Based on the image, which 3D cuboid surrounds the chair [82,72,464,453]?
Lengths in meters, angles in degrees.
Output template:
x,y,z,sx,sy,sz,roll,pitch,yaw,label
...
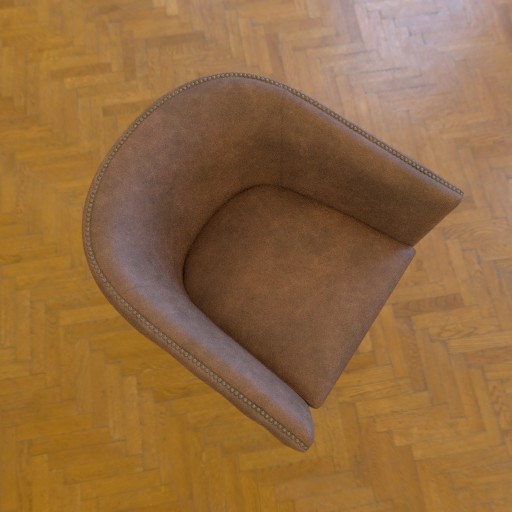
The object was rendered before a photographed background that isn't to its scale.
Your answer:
x,y,z,sx,sy,sz,roll,pitch,yaw,label
0.000,0.000,1.501,0.870,0.790,0.850,34,76,9,chair
